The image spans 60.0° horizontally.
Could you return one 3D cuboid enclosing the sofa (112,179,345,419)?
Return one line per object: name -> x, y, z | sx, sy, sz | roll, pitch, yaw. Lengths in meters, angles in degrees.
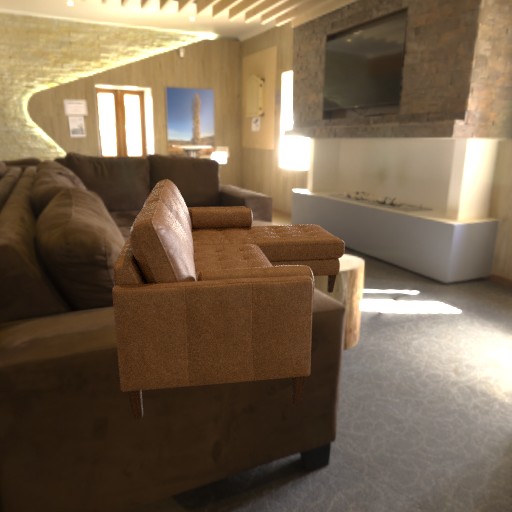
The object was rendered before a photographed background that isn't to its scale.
sofa -> 0.000, 0.000, 2.933 | 1.506, 0.876, 2.178 | -2, 15, -9
